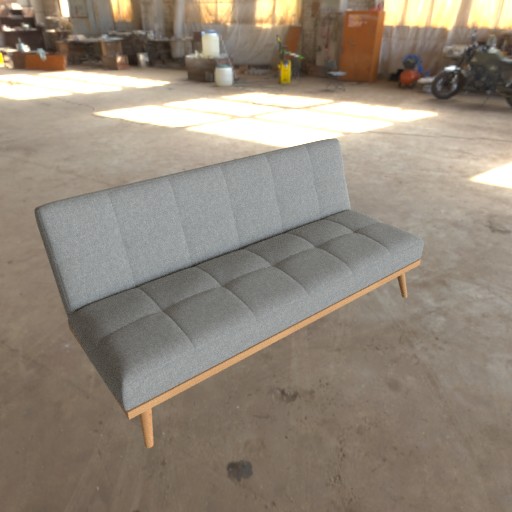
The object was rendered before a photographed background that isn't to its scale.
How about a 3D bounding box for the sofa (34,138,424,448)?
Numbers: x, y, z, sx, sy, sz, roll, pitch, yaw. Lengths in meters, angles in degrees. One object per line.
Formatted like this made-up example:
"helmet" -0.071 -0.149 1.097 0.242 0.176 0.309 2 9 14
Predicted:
"sofa" 0.000 0.000 2.264 1.820 0.800 0.800 -21 36 -32
